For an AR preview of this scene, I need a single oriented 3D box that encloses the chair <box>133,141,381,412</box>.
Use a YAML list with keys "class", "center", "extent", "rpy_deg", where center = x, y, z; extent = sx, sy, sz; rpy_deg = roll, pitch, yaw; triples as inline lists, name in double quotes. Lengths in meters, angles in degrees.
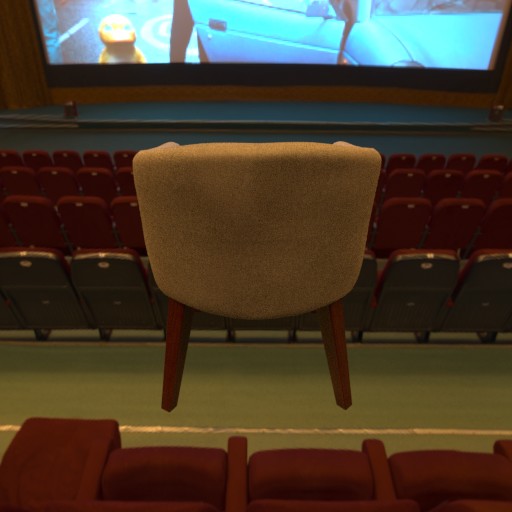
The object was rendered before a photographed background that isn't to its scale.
- class: "chair"
  center: [0.000, 0.000, 1.257]
  extent: [0.583, 0.811, 0.655]
  rpy_deg: [0, 30, 0]
